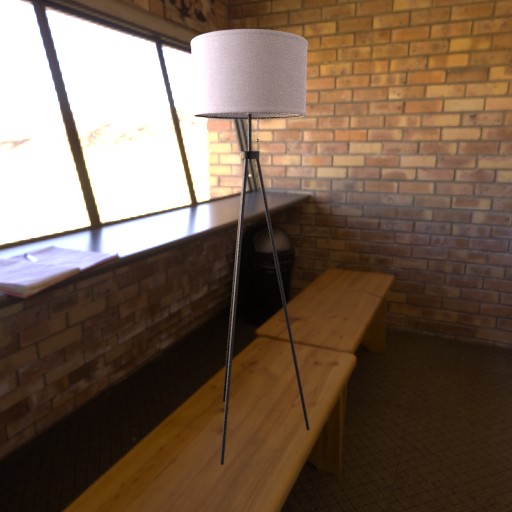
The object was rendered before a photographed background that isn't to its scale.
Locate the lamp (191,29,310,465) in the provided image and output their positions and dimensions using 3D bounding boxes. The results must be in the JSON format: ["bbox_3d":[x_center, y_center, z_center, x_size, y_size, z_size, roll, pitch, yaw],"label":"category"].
[{"bbox_3d":[0.000,0.000,1.756,0.458,1.545,0.448,-2,14,-7],"label":"lamp"}]
